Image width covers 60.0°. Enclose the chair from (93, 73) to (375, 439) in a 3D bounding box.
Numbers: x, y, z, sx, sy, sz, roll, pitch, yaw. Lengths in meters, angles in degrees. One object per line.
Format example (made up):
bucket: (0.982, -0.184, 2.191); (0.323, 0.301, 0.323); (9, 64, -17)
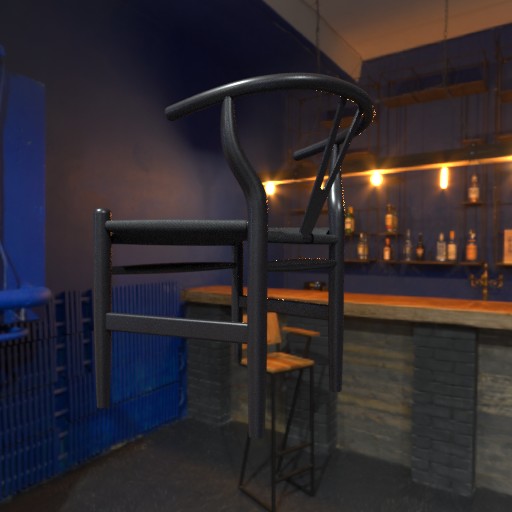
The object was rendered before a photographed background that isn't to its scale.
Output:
chair: (0.000, 0.000, 1.130); (0.579, 0.730, 0.569); (1, 1, 36)
